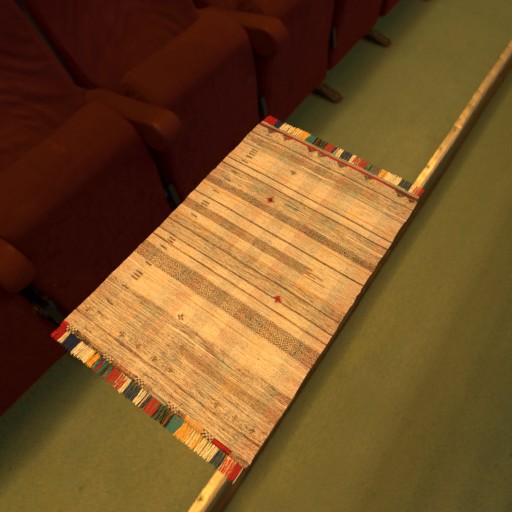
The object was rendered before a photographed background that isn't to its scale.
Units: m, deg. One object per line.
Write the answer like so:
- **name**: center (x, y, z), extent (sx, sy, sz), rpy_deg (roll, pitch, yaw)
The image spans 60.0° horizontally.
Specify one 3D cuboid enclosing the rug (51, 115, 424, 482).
- **rug**: center (0.000, 0.000, 3.080), extent (1.465, 0.012, 2.465), rpy_deg (31, 64, 17)
